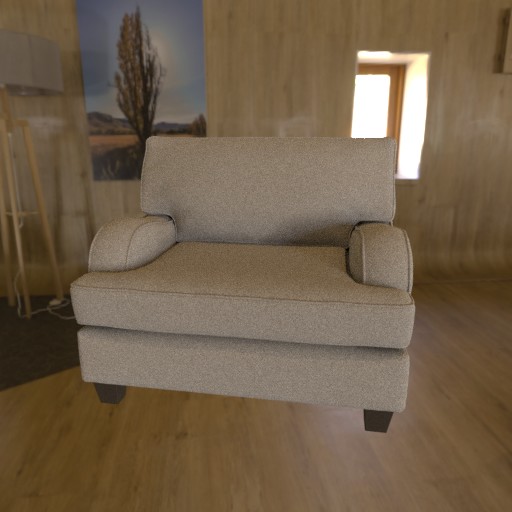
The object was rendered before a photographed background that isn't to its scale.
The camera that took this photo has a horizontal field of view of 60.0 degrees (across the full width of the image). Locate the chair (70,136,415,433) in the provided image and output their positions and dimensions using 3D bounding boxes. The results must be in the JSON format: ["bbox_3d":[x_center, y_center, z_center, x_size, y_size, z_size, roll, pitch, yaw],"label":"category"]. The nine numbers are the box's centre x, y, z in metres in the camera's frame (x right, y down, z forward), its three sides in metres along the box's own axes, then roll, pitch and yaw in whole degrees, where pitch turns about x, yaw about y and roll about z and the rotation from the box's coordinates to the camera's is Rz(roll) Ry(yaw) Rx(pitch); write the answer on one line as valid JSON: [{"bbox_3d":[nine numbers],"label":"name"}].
[{"bbox_3d":[0.000,0.000,1.944,1.220,1.016,1.040,3,15,10],"label":"chair"}]
